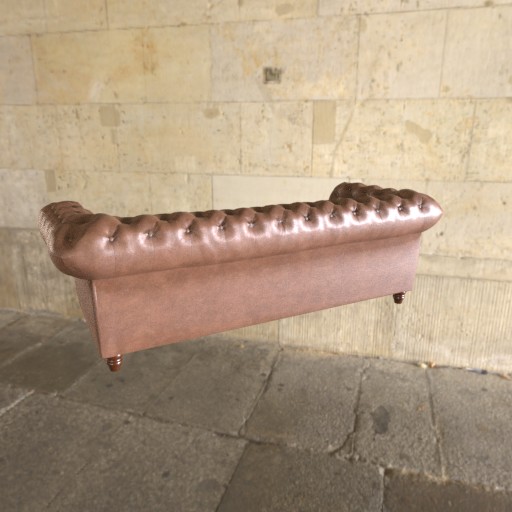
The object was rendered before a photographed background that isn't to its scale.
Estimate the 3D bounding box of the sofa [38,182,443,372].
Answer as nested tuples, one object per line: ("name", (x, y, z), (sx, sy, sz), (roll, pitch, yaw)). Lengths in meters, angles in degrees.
("sofa", (0.000, 0.000, 2.785), (2.385, 0.783, 0.944), (-8, 18, -27))
